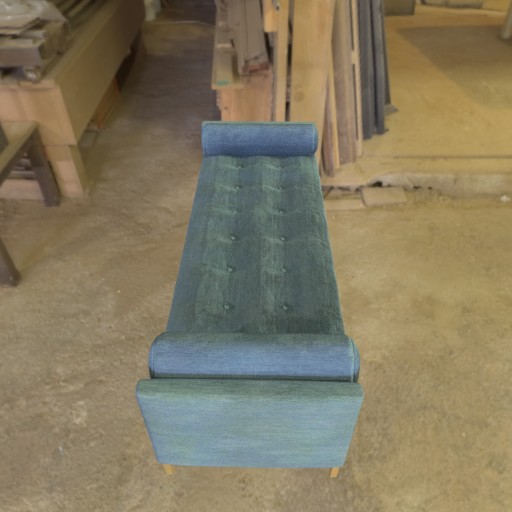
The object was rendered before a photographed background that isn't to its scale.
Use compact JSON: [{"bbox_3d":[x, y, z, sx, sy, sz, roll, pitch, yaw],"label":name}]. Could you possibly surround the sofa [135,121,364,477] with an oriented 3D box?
[{"bbox_3d":[0.000,0.000,2.439,0.796,0.705,2.102,1,42,1],"label":"sofa"}]
